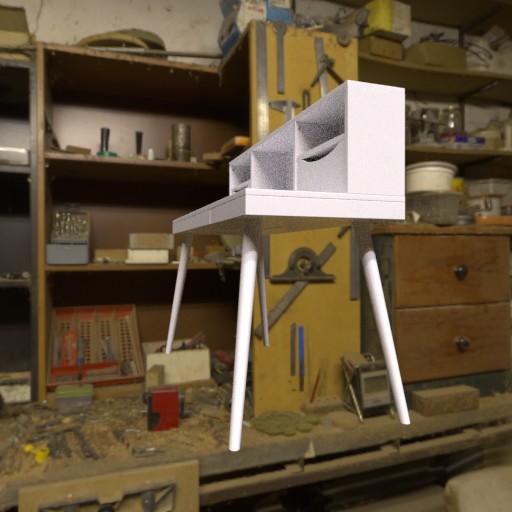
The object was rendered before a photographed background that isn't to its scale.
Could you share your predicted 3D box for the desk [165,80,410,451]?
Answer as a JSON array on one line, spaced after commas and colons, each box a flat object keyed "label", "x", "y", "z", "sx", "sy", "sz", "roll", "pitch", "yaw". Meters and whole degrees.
[{"label": "desk", "x": 0.000, "y": 0.000, "z": 1.782, "sx": 0.559, "sy": 0.990, "sz": 1.199, "roll": 0, "pitch": 0, "yaw": -19}]
